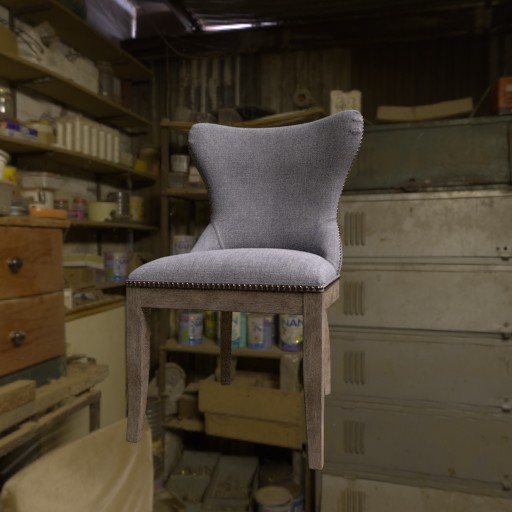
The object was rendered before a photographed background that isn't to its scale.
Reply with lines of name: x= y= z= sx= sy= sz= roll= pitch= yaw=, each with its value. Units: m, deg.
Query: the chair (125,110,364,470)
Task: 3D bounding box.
chair: x=0.000 y=0.000 z=1.439 sx=0.654 sy=1.002 sz=0.681 roll=0 pitch=1 yaw=17
